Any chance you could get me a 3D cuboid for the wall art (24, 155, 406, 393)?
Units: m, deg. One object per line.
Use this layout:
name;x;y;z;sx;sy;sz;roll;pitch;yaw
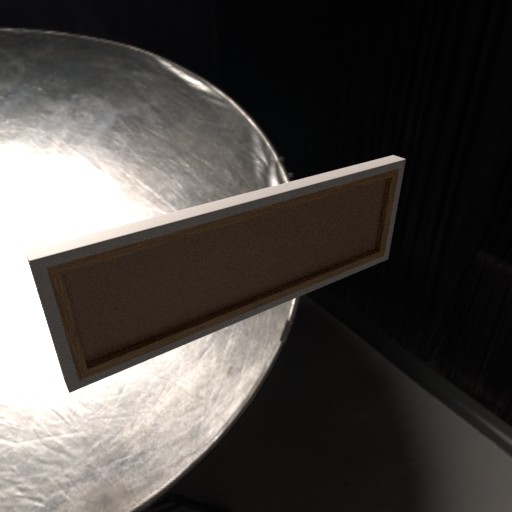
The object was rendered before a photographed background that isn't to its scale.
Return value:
wall art;0.000;0.000;0.860;0.763;0.255;0.038;-19;36;-29
